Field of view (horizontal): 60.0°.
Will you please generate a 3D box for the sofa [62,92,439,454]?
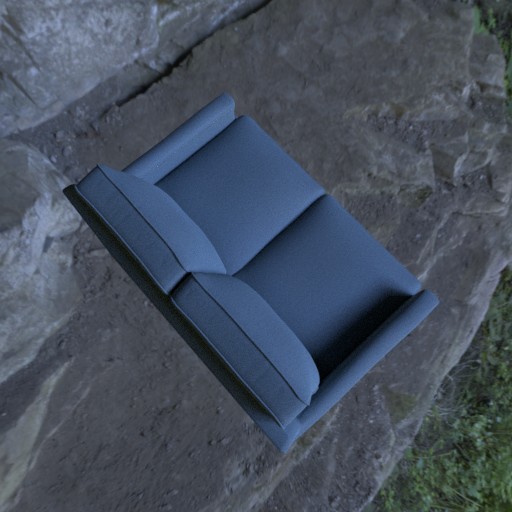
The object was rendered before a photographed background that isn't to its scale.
[{"bbox_3d":[0.000,0.000,2.306,1.084,1.003,1.597,-41,77,-11],"label":"sofa"}]
